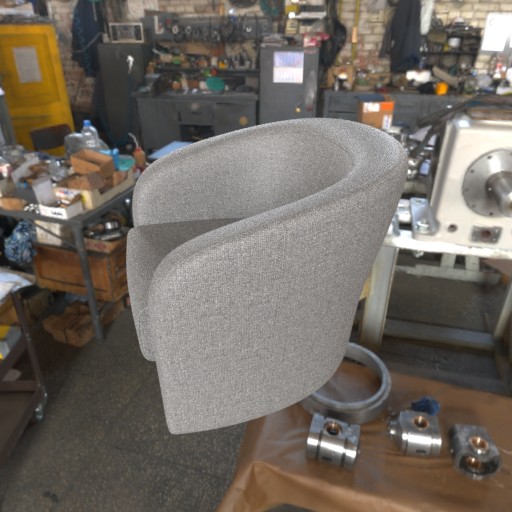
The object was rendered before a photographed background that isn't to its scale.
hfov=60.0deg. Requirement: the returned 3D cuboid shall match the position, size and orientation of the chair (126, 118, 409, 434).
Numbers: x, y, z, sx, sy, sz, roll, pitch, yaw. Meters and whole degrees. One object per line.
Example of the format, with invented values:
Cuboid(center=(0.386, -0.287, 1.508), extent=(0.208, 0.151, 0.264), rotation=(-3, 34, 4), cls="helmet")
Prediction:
Cuboid(center=(0.000, 0.000, 1.437), extent=(0.815, 0.771, 0.791), rotation=(-8, 30, -15), cls="chair")
